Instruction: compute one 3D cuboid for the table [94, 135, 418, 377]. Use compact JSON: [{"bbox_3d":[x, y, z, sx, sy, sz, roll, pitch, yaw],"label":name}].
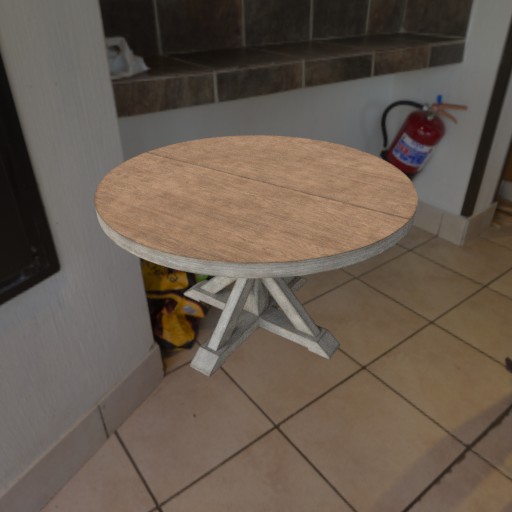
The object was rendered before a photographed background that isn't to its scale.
[{"bbox_3d":[0.000,0.000,2.152,1.363,0.781,1.363,0,31,0],"label":"table"}]
